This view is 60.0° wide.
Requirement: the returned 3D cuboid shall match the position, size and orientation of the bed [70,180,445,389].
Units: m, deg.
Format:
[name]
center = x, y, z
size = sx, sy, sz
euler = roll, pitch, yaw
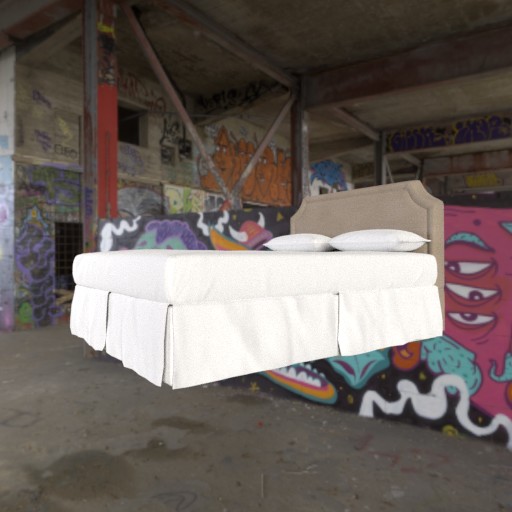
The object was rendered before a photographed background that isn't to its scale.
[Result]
[bed]
center = 0.000, 0.000, 3.606
size = 2.498, 1.293, 1.977
euler = 0, 0, -36
